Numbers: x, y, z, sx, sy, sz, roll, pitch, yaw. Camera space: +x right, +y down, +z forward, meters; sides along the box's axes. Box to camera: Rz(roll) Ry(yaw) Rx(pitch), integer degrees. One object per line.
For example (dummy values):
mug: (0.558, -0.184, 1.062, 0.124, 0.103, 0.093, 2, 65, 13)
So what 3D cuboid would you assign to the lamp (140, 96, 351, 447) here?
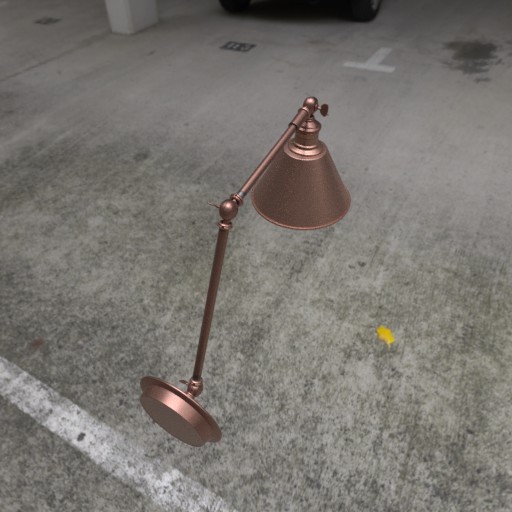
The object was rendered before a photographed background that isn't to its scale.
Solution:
lamp: (0.000, 0.000, 0.889, 0.223, 0.502, 0.624, 22, 49, 21)
